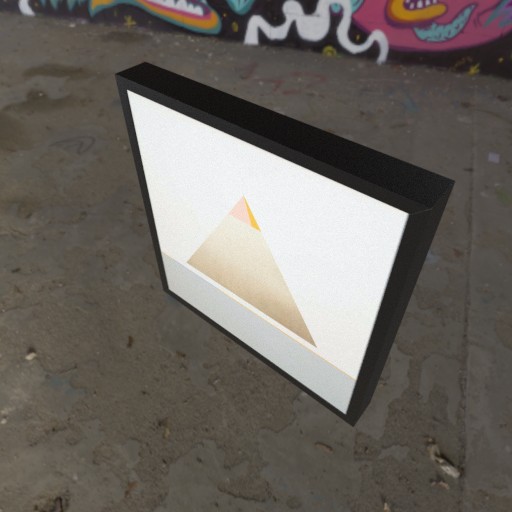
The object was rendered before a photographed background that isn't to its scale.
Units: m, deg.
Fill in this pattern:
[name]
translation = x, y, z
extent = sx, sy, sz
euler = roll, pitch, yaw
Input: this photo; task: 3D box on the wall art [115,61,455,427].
[wall art]
translation = 0.000, 0.000, 0.451
extent = 0.304, 0.303, 0.037
euler = 30, 52, 27
